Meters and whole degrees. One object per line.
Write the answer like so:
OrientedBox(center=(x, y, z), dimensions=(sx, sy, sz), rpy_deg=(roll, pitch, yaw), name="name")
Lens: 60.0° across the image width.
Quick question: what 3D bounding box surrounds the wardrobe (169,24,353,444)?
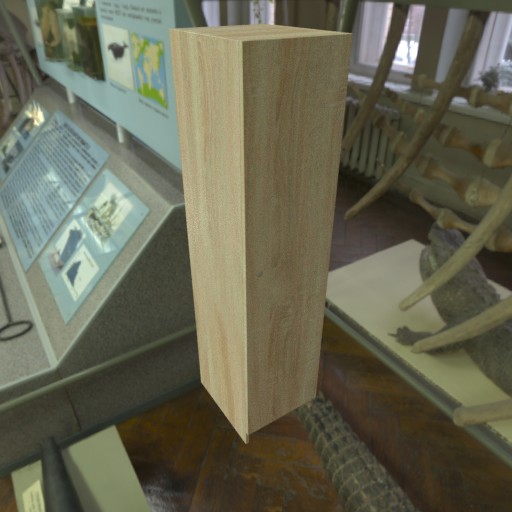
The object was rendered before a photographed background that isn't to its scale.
OrientedBox(center=(0.000, 0.000, 2.331), dimensions=(0.496, 2.117, 0.588), rpy_deg=(-19, 36, -28), name="wardrobe")
